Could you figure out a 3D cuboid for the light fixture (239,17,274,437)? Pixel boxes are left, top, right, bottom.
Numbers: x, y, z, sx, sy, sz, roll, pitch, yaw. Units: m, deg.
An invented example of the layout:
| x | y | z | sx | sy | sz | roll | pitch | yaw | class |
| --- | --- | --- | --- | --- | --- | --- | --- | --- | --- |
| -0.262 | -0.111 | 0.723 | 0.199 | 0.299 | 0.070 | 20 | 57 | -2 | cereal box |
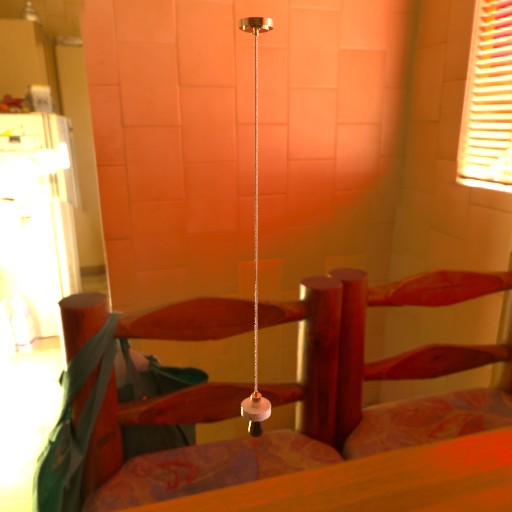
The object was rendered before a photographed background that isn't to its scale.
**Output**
| x | y | z | sx | sy | sz | roll | pitch | yaw | class |
| --- | --- | --- | --- | --- | --- | --- | --- | --- | --- |
| 0.000 | 0.000 | 1.746 | 0.129 | 1.669 | 0.129 | 15 | 22 | 42 | light fixture |
